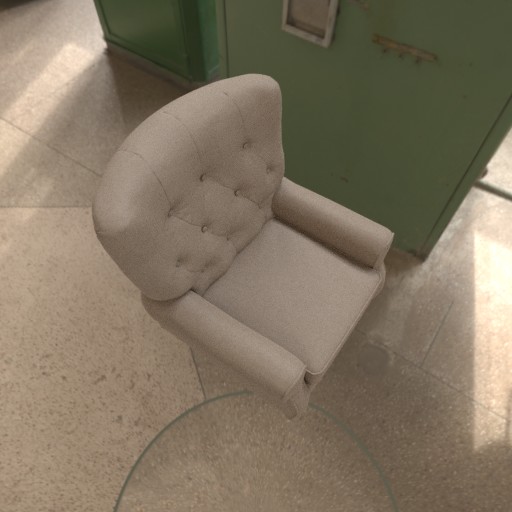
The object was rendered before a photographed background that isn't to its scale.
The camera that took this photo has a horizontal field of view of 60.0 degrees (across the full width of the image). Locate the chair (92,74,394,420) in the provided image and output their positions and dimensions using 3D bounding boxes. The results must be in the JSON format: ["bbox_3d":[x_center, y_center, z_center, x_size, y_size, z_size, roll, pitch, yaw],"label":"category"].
[{"bbox_3d":[0.000,0.000,1.974,1.041,1.138,0.999,31,62,18],"label":"chair"}]
